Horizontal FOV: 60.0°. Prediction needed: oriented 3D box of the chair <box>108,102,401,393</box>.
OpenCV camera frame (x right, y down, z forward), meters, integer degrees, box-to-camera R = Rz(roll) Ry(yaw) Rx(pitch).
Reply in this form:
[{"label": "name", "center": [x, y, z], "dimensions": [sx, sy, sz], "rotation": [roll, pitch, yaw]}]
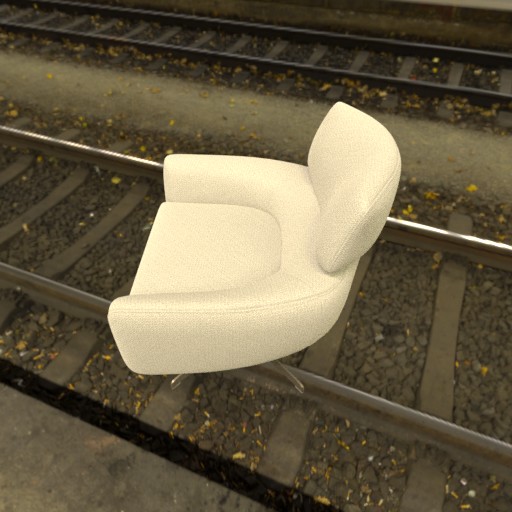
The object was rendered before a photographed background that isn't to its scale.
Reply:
[{"label": "chair", "center": [0.000, 0.000, 1.392], "dimensions": [0.730, 0.810, 0.760], "rotation": [1, 42, 1]}]
